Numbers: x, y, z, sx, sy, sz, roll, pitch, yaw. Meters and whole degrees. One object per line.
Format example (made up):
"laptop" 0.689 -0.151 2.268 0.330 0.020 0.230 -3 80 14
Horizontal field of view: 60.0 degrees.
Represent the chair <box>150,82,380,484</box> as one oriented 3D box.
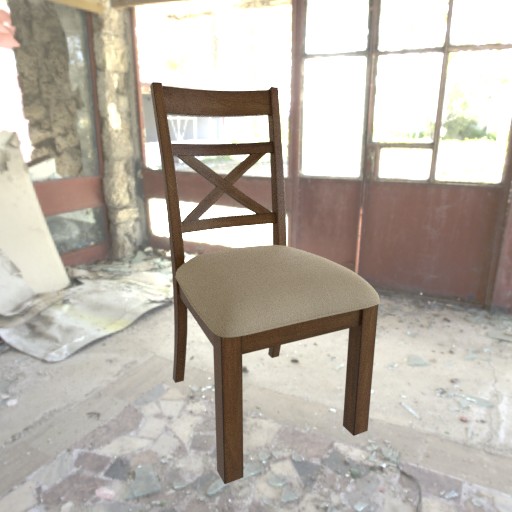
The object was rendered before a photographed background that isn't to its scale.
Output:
"chair" 0.000 0.000 1.263 0.461 0.949 0.581 -8 18 -25
